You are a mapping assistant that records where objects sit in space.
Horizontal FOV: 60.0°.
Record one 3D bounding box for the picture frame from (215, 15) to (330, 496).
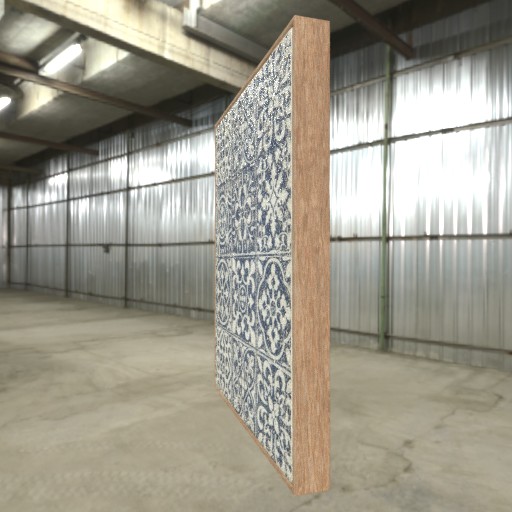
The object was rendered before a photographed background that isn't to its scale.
[{"bbox_3d":[0.000,0.000,0.694,0.043,0.526,0.424,0,0,-17],"label":"picture frame"}]
